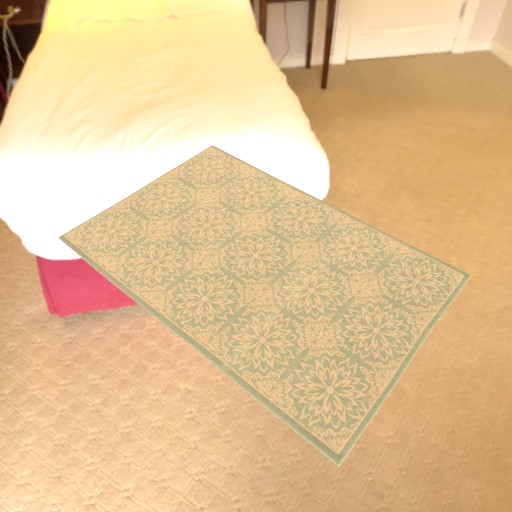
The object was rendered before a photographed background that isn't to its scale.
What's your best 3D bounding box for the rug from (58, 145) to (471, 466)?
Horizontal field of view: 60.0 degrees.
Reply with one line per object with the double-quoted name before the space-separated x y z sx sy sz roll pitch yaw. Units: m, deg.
"rug" 0.000 0.000 3.504 2.746 0.018 1.819 32 54 27
